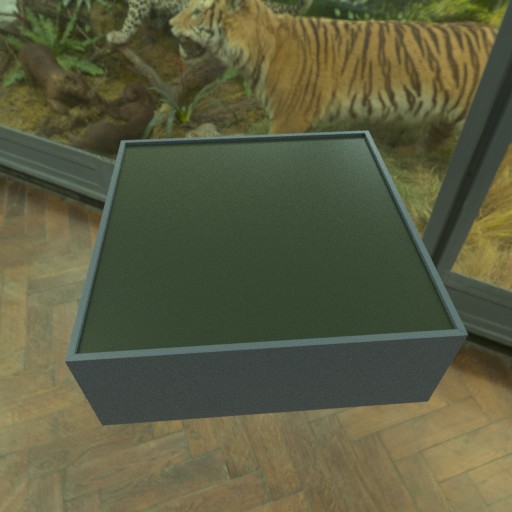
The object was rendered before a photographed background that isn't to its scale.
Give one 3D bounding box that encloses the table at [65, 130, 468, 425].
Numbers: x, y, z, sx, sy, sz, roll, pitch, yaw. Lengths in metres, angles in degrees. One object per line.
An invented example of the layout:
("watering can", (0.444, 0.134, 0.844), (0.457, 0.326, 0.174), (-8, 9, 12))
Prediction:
("table", (0.000, 0.000, 1.262), (0.801, 0.299, 0.801), (-3, 46, -3))
